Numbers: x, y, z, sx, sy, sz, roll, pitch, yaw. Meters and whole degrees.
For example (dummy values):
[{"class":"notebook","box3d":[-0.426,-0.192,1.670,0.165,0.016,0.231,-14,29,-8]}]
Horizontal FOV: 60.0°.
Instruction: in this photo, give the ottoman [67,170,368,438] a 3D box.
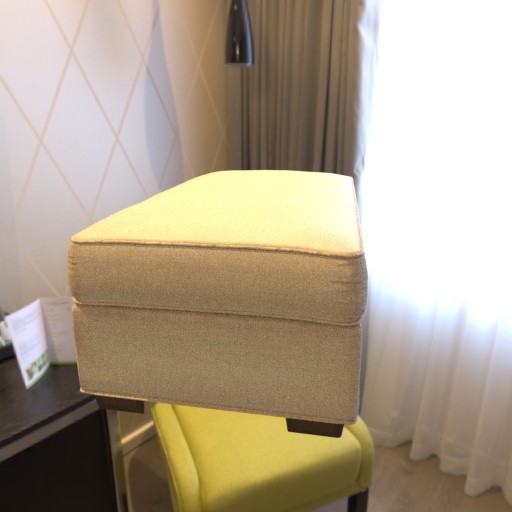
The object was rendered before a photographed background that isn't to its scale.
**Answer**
[{"class":"ottoman","box3d":[0.000,0.000,1.396,0.617,0.448,1.097,3,18,10]}]
